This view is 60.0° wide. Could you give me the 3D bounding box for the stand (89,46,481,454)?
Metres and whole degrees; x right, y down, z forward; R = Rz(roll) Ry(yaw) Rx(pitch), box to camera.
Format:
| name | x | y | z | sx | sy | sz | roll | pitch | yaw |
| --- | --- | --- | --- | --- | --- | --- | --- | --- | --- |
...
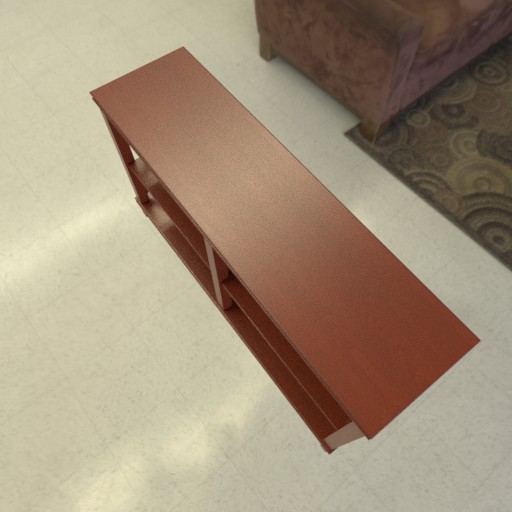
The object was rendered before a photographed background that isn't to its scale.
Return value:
| name | x | y | z | sx | sy | sz | roll | pitch | yaw |
| --- | --- | --- | --- | --- | --- | --- | --- | --- | --- |
| stand | 0.000 | 0.000 | 1.647 | 0.381 | 0.762 | 1.372 | -34 | 68 | -16 |
